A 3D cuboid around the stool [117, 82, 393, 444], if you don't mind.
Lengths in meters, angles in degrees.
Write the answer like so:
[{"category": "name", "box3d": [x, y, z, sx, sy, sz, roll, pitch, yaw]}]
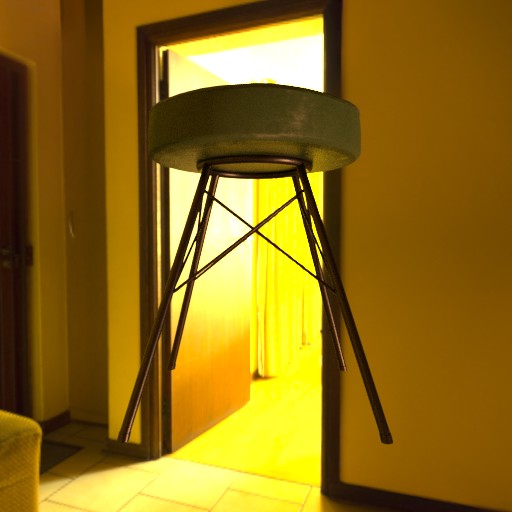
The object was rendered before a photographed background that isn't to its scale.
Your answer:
[{"category": "stool", "box3d": [0.000, 0.000, 0.925, 0.457, 0.595, 0.430, 0, 2, 1]}]
